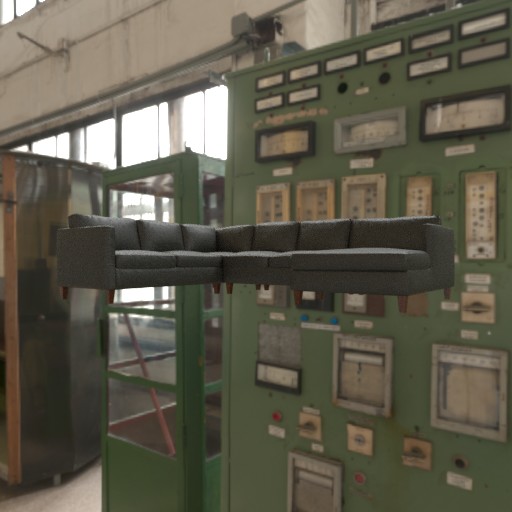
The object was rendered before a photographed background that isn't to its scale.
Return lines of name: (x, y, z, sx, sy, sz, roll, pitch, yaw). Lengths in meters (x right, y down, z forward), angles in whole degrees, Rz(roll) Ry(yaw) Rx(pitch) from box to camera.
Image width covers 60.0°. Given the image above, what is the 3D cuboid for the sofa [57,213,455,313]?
sofa: (0.000, 0.000, 4.731, 3.460, 0.923, 2.593, 0, -1, 36)
